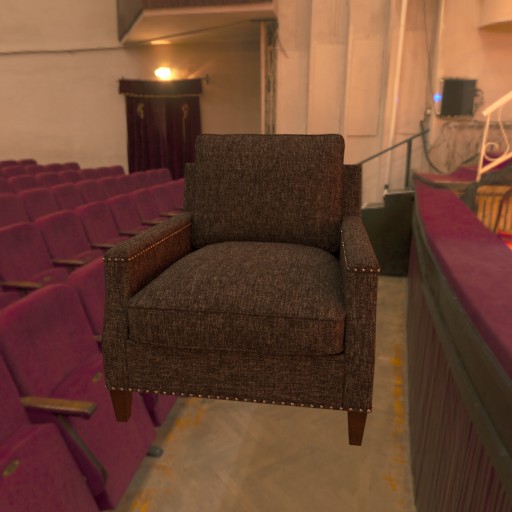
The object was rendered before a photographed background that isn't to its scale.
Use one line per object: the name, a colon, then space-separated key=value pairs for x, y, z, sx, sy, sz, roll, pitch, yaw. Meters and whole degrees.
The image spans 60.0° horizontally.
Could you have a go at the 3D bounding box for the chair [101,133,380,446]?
chair: x=0.000 y=0.000 z=1.742 sx=0.853 sy=0.943 sz=1.014 roll=2 pitch=15 yaw=9
